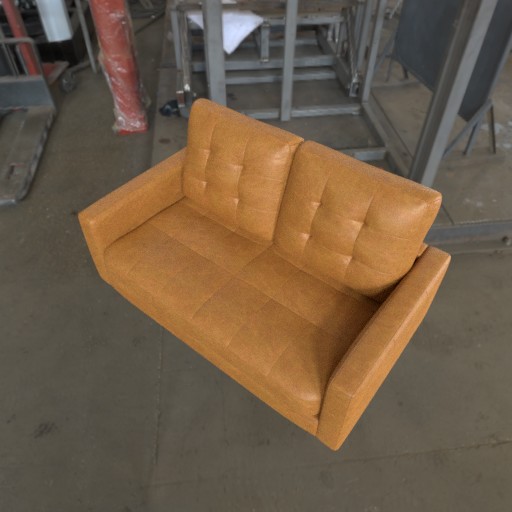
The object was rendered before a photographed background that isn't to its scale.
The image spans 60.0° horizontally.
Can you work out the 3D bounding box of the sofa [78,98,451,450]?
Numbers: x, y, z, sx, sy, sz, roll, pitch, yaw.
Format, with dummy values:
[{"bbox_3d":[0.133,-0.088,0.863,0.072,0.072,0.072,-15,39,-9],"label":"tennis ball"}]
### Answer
[{"bbox_3d":[0.000,0.000,1.974,1.430,0.898,0.868,30,53,26],"label":"sofa"}]
